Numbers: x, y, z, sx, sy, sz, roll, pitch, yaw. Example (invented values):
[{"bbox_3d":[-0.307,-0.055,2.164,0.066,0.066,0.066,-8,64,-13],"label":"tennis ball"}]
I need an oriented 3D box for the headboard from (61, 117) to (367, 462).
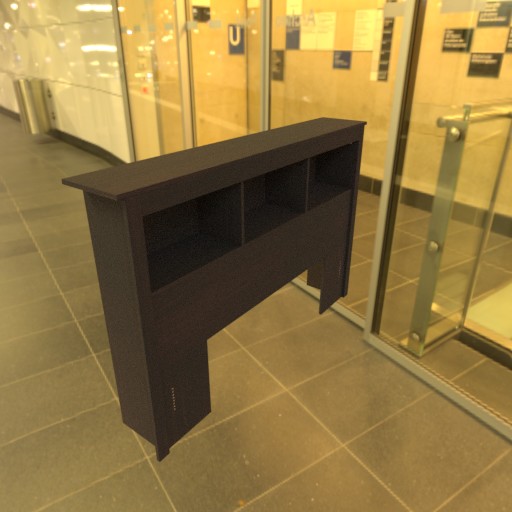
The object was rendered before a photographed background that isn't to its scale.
[{"bbox_3d":[0.000,0.000,2.158,0.279,1.092,1.671,18,31,33],"label":"headboard"}]
